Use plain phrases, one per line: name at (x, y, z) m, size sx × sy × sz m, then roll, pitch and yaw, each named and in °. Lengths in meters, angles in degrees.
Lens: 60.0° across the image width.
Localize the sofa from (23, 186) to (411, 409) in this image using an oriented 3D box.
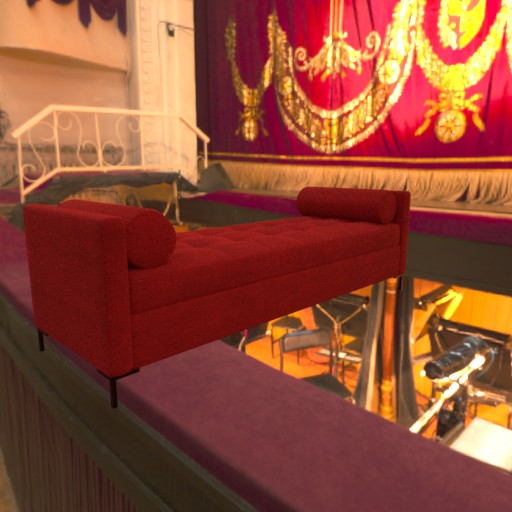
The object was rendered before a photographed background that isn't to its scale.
sofa at (0.000, 0.000, 2.284) m, size 0.686 × 0.635 × 1.981 m, roll 11°, pitch 16°, yaw 44°
